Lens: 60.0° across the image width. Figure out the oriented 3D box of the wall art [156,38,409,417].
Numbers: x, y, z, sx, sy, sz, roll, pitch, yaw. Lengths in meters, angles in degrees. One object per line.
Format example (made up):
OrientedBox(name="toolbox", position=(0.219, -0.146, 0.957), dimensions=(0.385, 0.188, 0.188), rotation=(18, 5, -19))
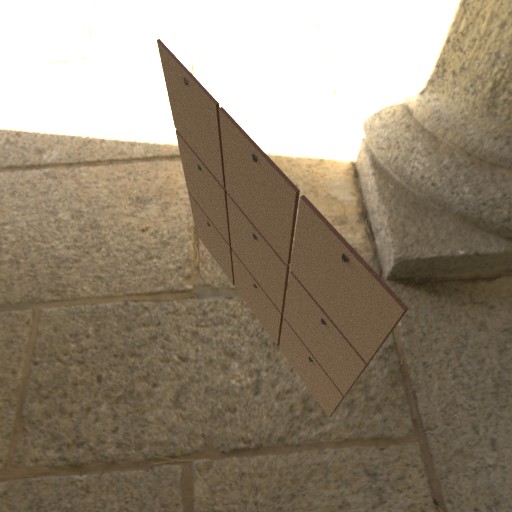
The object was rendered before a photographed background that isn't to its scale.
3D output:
OrientedBox(name="wall art", position=(0.000, 0.000, 1.790), dimensions=(0.019, 1.218, 1.221), rotation=(-30, 64, -17))
